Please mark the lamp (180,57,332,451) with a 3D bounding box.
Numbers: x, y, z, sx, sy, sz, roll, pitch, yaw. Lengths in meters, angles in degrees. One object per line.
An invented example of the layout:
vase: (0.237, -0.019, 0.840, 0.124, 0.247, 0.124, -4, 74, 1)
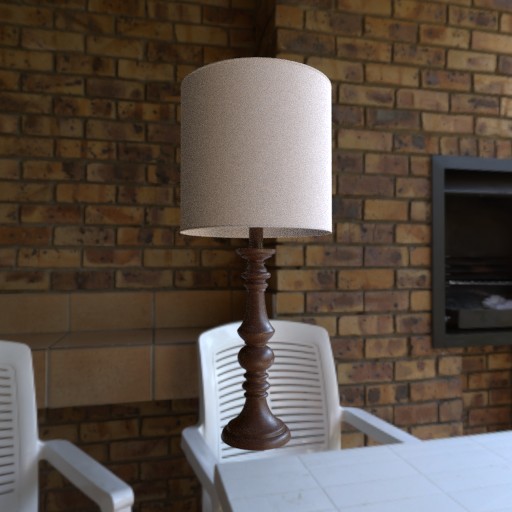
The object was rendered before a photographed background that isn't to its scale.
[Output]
lamp: (0.000, 0.000, 0.741, 0.250, 0.597, 0.250, 0, -1, -19)
